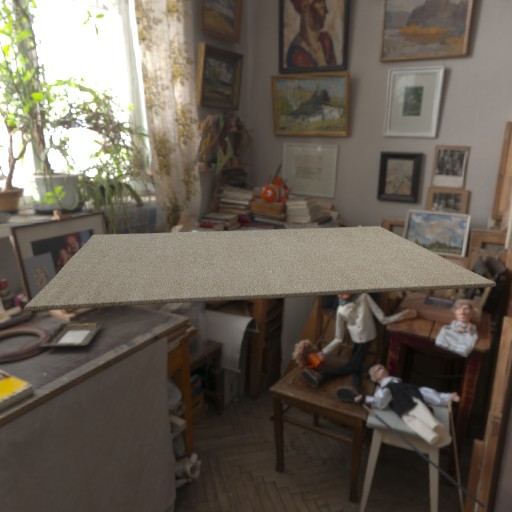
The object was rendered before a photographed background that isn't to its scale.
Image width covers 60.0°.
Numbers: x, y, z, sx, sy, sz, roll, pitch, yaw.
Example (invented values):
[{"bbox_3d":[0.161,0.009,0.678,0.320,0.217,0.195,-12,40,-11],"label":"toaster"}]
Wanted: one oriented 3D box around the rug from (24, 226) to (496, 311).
[{"bbox_3d":[0.000,0.000,2.894,2.346,0.025,1.500,-2,16,-8],"label":"rug"}]
